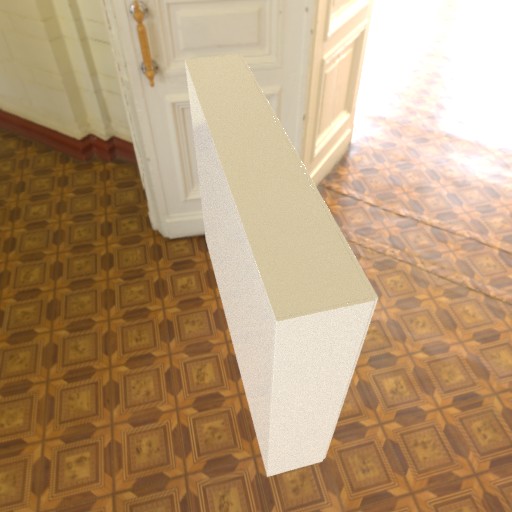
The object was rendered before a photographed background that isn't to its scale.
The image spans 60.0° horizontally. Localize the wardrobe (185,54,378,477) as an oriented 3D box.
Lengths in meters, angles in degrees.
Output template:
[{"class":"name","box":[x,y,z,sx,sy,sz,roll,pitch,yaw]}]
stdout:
[{"class":"wardrobe","box":[0.000,0.000,4.023,0.580,2.360,3.000,-11,48,-10]}]
